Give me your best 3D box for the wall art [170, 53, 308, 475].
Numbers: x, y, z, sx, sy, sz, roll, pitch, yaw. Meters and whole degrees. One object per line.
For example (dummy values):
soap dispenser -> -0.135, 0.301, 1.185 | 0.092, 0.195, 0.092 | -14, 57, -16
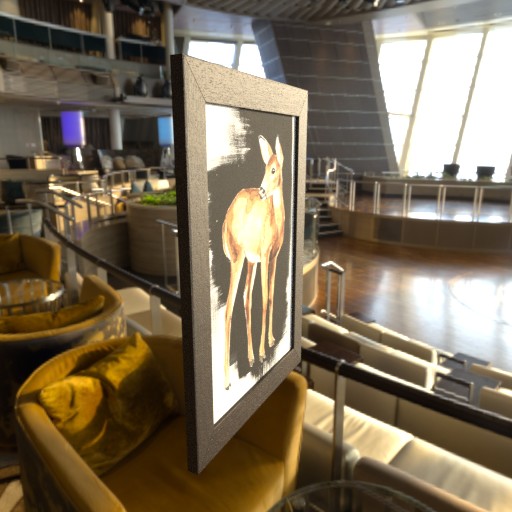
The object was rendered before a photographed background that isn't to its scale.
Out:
wall art -> 0.000, 0.000, 0.679 | 0.017, 0.513, 0.359 | 7, 16, 27
